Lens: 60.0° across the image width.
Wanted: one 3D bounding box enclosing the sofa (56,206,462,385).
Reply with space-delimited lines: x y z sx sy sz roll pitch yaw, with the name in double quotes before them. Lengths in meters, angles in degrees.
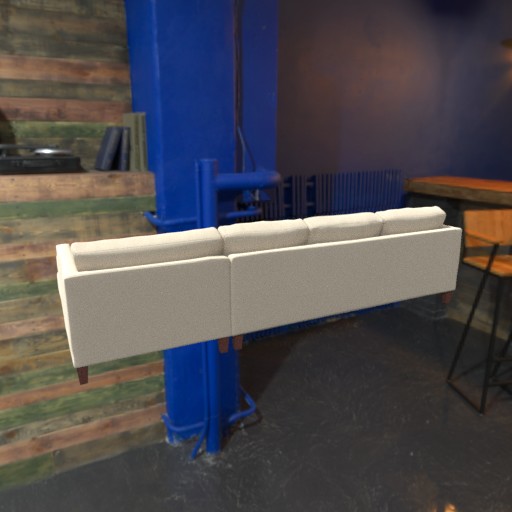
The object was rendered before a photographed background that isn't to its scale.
"sofa" 0.000 0.000 3.898 3.186 0.861 1.625 -7 17 -25
